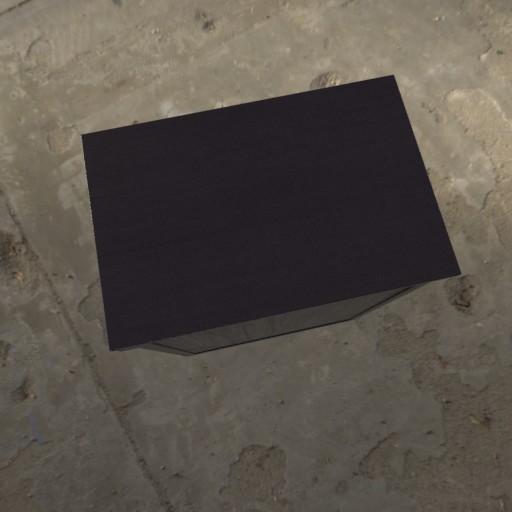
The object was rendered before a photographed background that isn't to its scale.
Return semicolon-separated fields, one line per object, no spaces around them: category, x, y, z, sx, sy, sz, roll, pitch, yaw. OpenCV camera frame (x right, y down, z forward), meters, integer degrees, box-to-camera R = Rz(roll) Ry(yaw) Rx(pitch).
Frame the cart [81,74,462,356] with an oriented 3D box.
cart;0.000;0.000;1.284;0.690;0.878;0.449;-12;76;-3
